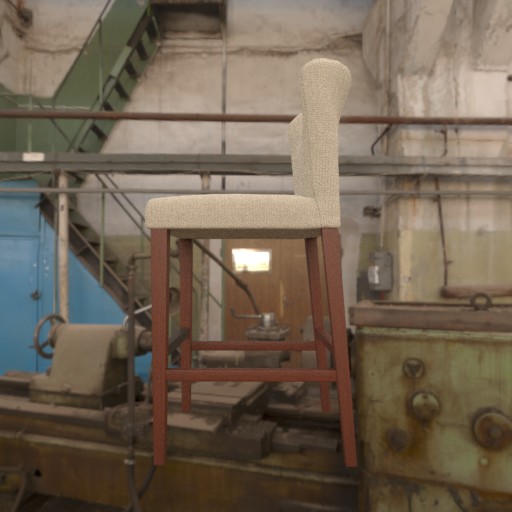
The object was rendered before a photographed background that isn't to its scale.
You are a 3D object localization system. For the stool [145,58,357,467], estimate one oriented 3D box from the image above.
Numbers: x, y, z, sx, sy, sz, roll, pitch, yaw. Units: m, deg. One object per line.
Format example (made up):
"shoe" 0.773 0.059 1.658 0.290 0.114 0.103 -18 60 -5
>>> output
"stool" 0.000 0.000 1.346 0.568 1.069 0.481 0 -1 0
